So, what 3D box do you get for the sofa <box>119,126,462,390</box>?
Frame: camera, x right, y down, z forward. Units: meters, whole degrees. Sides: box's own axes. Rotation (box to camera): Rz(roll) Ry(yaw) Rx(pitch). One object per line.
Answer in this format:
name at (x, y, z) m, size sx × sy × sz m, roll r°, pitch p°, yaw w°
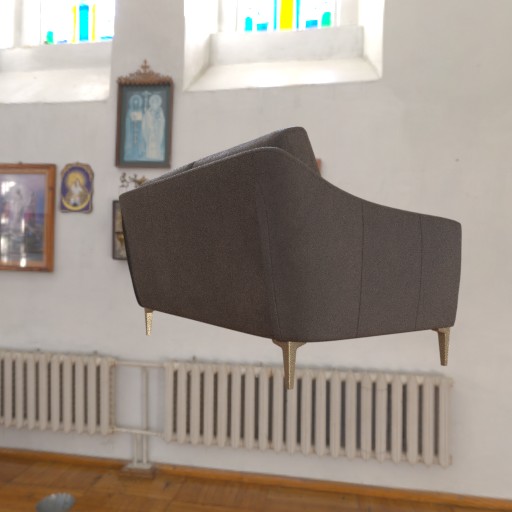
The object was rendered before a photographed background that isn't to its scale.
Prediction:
sofa at (0.000, 0.000, 2.193) m, size 0.960 × 0.902 × 1.619 m, roll 0°, pitch 0°, yaw -36°
